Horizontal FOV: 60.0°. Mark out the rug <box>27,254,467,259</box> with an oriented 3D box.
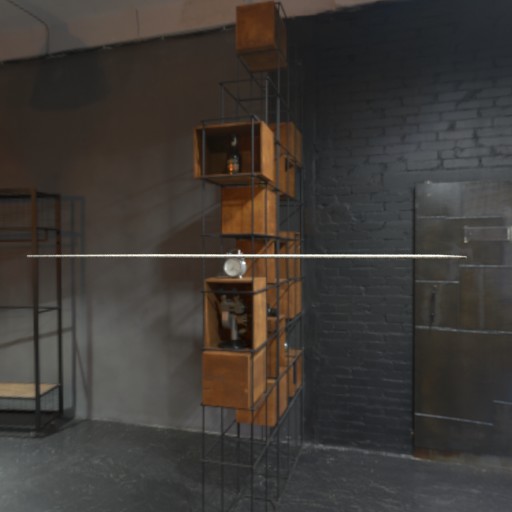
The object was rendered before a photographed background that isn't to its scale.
[{"bbox_3d":[0.000,0.000,3.041,2.444,0.012,1.526,0,0,18],"label":"rug"}]
